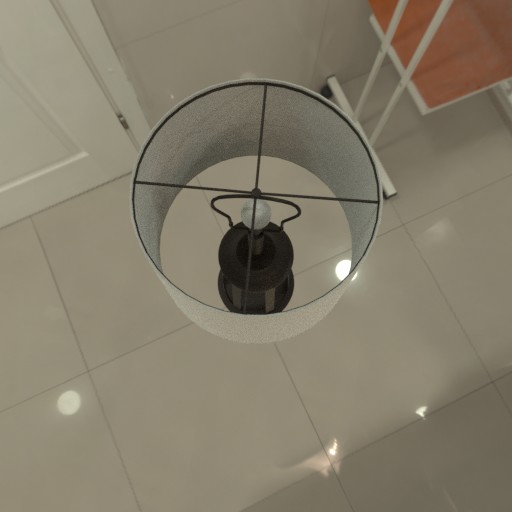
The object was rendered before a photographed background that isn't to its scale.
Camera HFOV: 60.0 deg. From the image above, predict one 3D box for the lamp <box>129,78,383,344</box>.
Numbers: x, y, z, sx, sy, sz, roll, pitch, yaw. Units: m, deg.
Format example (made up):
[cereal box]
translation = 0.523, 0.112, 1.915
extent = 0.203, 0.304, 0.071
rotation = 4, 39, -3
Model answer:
[lamp]
translation = 0.000, 0.000, 0.632
extent = 0.251, 0.509, 0.251
rotation = 0, 77, 0
